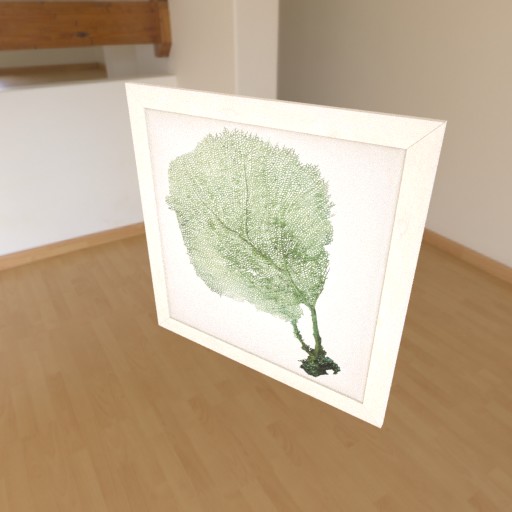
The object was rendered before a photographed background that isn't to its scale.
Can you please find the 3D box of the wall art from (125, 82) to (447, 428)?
[{"bbox_3d":[0.000,0.000,0.859,0.584,0.584,0.013,18,34,28],"label":"wall art"}]
